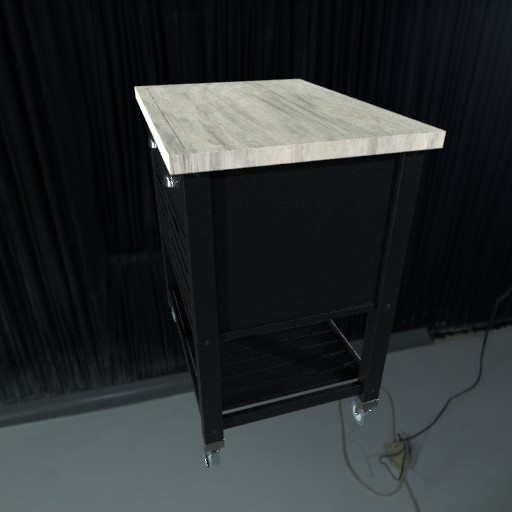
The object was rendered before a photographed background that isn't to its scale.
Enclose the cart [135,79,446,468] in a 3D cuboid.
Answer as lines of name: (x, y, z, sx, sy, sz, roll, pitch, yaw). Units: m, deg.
cart: (0.000, 0.000, 1.392, 0.567, 0.920, 0.797, -9, 31, -15)
